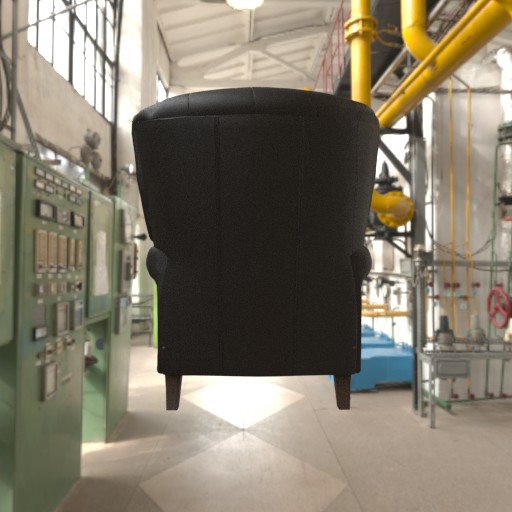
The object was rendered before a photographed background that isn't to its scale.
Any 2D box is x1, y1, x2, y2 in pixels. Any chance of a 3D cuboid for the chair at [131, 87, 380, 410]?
[{"bbox_3d":[0.000,0.000,1.959,0.948,1.158,1.058,0,-1,-1],"label":"chair"}]
